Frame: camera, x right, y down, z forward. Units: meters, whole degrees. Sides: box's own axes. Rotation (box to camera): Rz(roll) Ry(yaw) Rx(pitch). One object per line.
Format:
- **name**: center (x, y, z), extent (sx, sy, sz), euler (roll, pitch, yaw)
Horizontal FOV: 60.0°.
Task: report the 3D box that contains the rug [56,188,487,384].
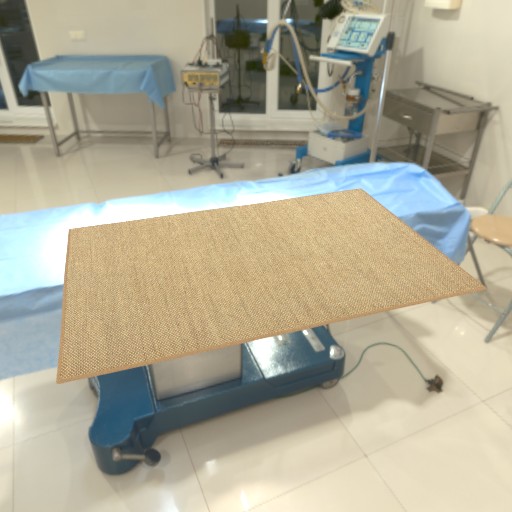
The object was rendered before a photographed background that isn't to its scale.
- **rug**: center (0.000, 0.000, 2.038), extent (1.668, 0.012, 1.061), euler (-10, 34, -15)
